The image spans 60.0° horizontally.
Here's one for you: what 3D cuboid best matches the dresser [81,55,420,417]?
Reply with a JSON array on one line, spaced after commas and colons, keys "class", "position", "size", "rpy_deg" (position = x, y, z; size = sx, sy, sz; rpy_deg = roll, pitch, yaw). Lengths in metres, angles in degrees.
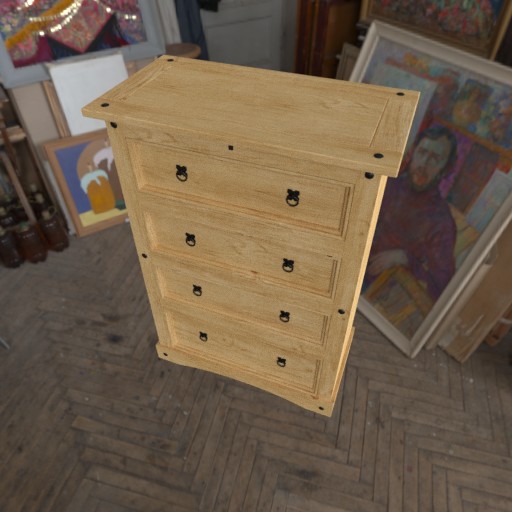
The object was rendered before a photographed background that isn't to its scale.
[{"class": "dresser", "position": [0.000, 0.000, 1.781], "size": [0.915, 1.300, 0.485], "rpy_deg": [15, 45, 15]}]
